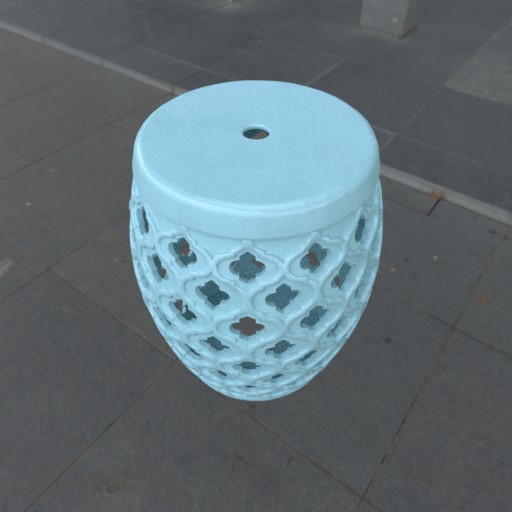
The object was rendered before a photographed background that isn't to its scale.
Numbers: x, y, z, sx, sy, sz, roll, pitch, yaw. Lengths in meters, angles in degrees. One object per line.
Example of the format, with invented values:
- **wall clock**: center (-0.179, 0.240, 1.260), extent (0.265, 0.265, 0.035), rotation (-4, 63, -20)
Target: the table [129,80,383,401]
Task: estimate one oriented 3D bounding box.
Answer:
- **table**: center (0.000, 0.000, 0.617), extent (0.325, 0.388, 0.325), rotation (0, 46, 0)
